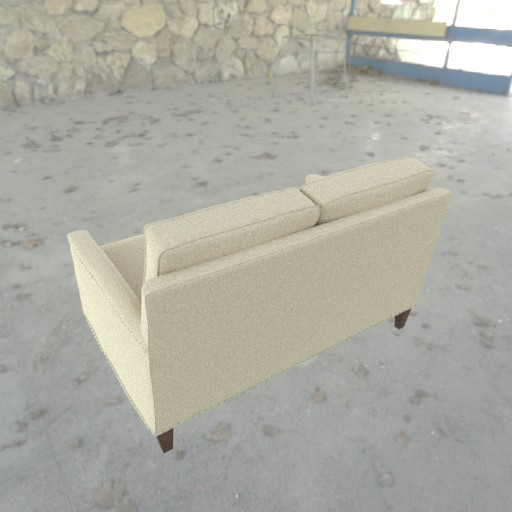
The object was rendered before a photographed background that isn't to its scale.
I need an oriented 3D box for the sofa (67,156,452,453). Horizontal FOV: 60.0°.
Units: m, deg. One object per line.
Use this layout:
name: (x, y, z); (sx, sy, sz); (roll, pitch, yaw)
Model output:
sofa: (0.000, 0.000, 2.249); (1.597, 1.003, 1.084); (-18, 35, -29)
